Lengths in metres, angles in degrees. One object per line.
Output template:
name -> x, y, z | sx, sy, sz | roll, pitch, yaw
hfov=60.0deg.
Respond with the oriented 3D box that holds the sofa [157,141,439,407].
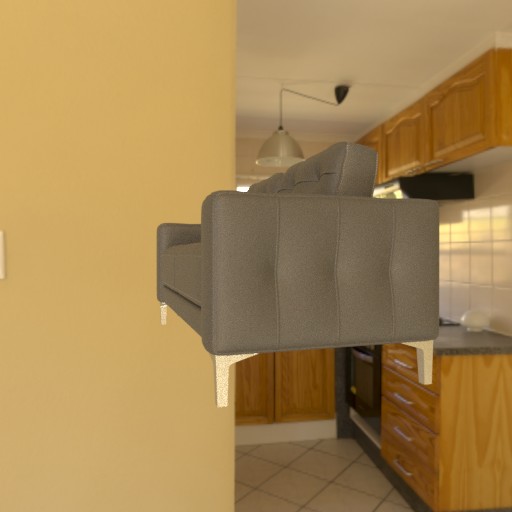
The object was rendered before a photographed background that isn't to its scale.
sofa -> 0.000, 0.000, 2.220 | 0.833, 0.892, 1.726 | 0, 0, -18
